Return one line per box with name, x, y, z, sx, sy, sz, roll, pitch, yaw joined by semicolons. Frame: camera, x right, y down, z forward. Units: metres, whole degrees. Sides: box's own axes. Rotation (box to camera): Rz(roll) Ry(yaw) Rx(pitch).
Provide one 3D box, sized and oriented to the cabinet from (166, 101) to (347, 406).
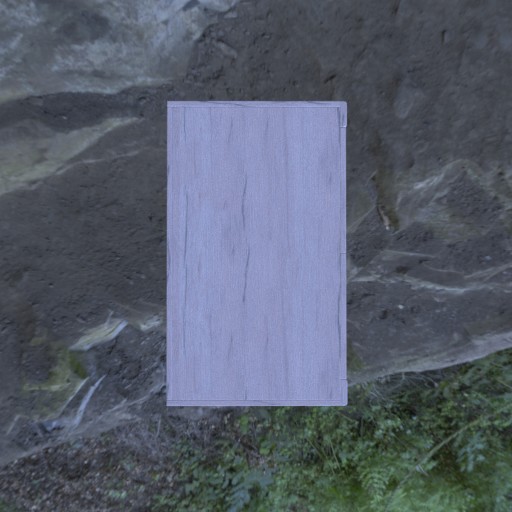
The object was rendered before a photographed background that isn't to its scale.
cabinet;0.000;0.000;2.388;0.580;1.930;0.980;0;89;0
